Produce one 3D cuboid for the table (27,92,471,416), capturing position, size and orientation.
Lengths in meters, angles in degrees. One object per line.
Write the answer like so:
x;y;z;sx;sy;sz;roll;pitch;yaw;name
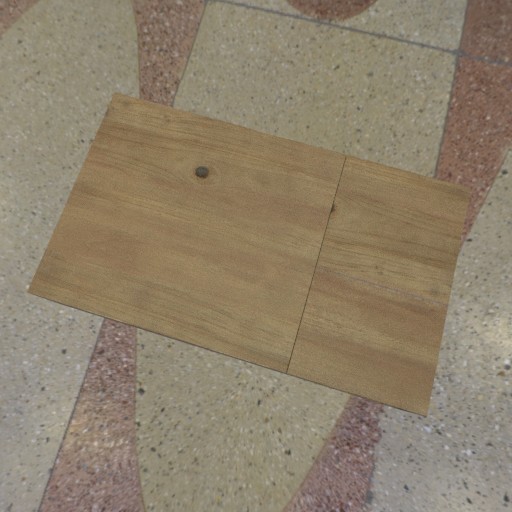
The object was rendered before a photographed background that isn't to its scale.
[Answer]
0.000;0.000;1.430;1.101;0.395;0.655;16;76;4;table
